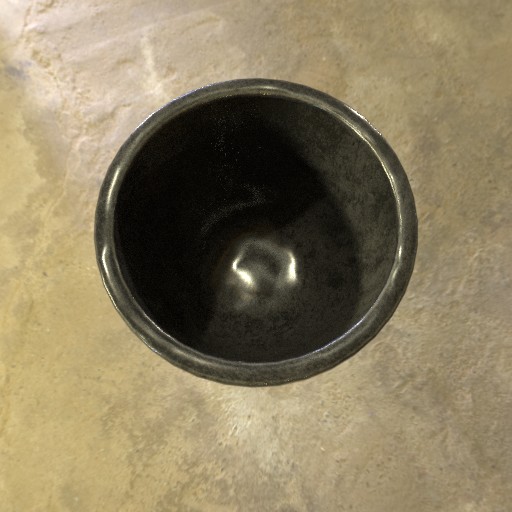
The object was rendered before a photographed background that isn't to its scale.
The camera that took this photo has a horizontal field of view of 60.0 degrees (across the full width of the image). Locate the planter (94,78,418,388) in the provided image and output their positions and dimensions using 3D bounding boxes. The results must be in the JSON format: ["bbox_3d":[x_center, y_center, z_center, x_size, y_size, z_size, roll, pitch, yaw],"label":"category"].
[{"bbox_3d":[0.000,0.000,0.249,0.140,0.129,0.140,0,75,0],"label":"planter"}]
